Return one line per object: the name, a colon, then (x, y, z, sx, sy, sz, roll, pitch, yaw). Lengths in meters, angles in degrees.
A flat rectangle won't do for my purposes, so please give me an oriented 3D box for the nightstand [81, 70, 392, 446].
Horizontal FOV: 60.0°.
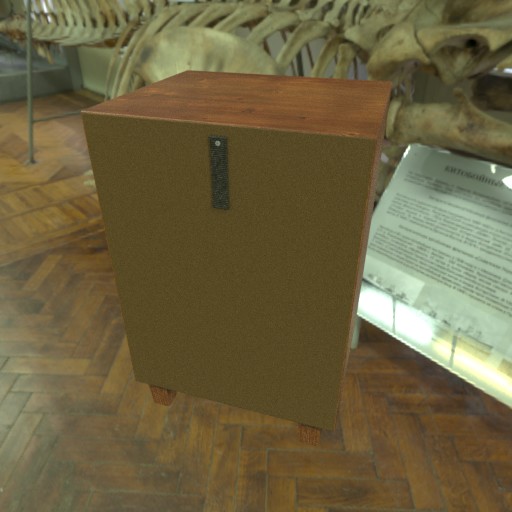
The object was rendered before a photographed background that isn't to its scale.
nightstand: (0.000, 0.000, 0.994, 0.465, 0.695, 0.410, 9, 33, 15)
